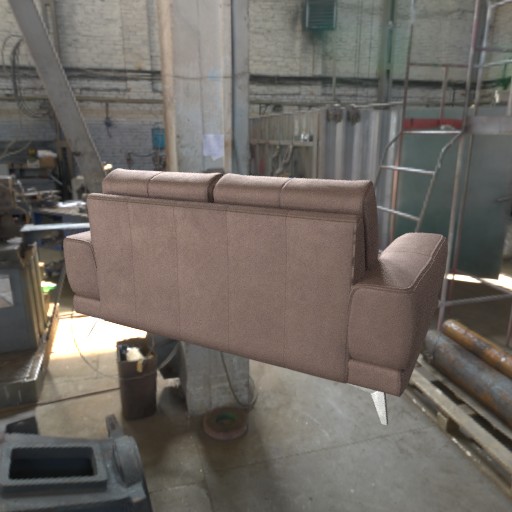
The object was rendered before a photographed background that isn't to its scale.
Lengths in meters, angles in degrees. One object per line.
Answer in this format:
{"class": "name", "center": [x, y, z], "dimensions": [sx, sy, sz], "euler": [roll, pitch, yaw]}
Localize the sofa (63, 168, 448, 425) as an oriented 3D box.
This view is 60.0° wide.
{"class": "sofa", "center": [0.000, 0.000, 2.343], "dimensions": [1.806, 0.907, 1.018], "euler": [8, 17, 27]}
